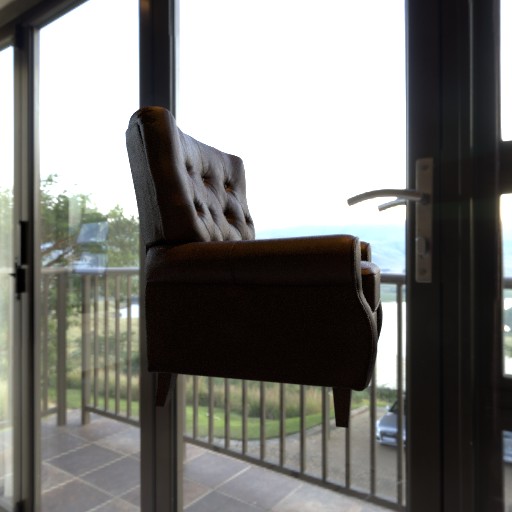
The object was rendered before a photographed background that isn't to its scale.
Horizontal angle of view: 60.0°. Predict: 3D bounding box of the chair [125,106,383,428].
[{"bbox_3d":[0.000,0.000,1.950,1.058,1.158,0.948,0,0,17],"label":"chair"}]
